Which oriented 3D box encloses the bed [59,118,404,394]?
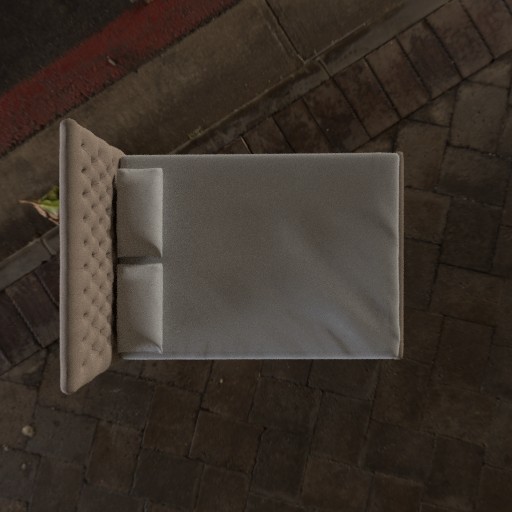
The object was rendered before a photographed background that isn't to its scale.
[{"bbox_3d":[0.000,0.000,3.361,2.387,1.427,1.698,0,90,2],"label":"bed"}]
